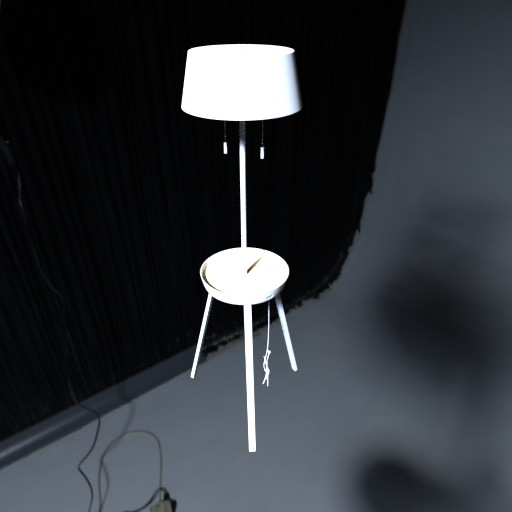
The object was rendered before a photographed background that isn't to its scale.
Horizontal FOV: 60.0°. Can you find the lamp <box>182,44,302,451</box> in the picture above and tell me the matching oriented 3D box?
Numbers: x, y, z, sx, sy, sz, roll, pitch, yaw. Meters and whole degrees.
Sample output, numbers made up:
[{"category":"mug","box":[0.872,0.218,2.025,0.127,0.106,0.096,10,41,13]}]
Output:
[{"category":"lamp","box":[0.000,0.000,1.655,0.468,1.429,0.508,-20,37,-30]}]
